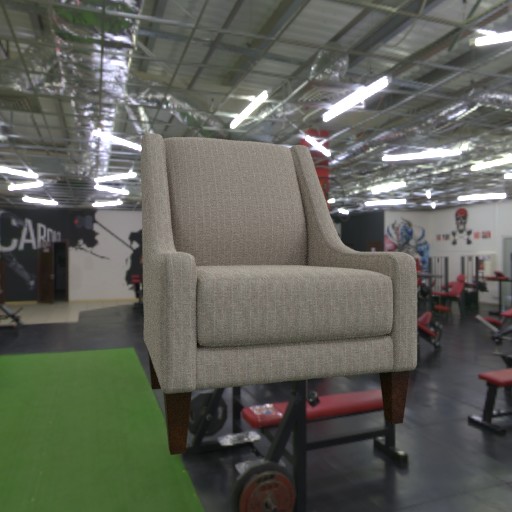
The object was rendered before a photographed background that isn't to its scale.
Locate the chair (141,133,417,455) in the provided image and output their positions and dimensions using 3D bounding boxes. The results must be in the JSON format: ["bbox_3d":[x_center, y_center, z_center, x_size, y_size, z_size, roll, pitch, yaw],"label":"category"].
[{"bbox_3d":[0.000,0.000,1.596,0.774,1.014,0.870,0,1,-18],"label":"chair"}]
